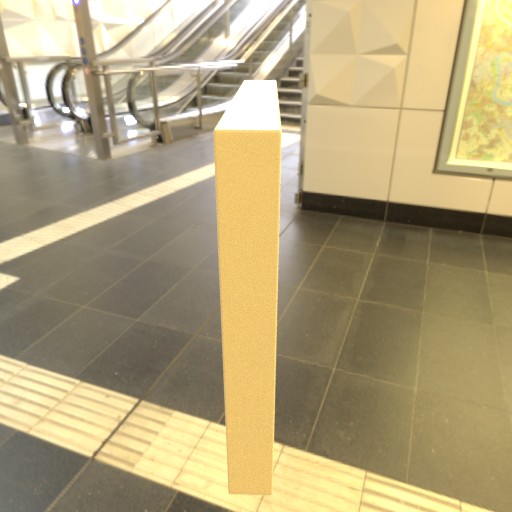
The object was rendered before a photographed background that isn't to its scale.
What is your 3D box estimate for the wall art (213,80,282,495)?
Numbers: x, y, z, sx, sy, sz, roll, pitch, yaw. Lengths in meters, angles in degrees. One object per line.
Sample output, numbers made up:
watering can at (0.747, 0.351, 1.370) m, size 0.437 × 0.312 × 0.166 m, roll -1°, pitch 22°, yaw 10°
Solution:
wall art at (0.000, 0.000, 0.446) m, size 0.038 × 0.305 × 0.305 m, roll 1°, pitch 26°, yaw 2°
